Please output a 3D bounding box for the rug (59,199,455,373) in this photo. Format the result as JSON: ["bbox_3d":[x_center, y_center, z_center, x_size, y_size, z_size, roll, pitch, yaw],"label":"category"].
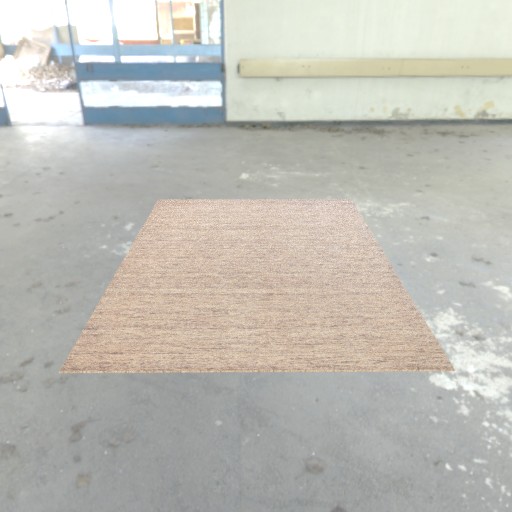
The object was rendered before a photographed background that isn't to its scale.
[{"bbox_3d":[0.000,0.000,4.165,2.448,0.013,3.205,0,26,0],"label":"rug"}]
